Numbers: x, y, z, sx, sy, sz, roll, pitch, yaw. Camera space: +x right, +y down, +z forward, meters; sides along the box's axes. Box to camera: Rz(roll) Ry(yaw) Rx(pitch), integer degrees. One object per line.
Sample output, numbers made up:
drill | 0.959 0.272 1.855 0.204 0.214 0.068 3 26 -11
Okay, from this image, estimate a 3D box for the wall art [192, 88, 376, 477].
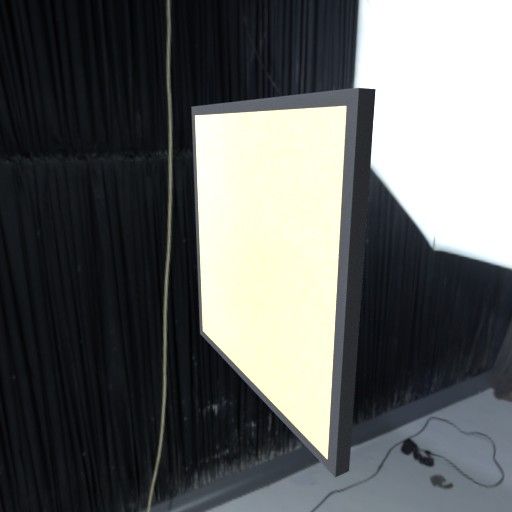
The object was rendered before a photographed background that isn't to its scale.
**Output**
wall art | 0.000 0.000 1.147 0.037 0.760 0.762 -9 18 -27
